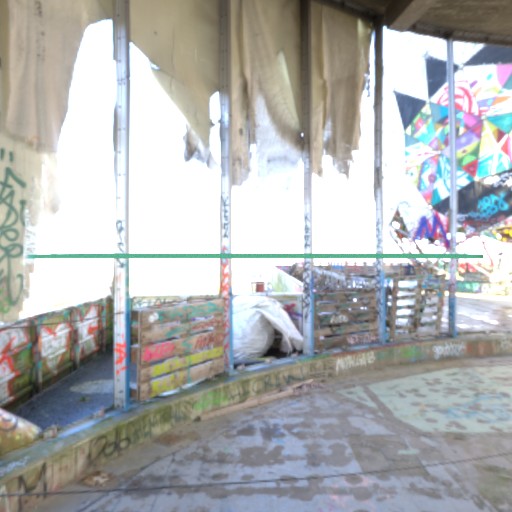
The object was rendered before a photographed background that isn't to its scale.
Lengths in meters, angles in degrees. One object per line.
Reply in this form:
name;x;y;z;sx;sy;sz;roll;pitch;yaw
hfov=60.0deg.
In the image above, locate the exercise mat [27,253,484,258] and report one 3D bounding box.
exercise mat;0.000;0.000;2.066;1.869;0.021;0.616;0;0;-1
